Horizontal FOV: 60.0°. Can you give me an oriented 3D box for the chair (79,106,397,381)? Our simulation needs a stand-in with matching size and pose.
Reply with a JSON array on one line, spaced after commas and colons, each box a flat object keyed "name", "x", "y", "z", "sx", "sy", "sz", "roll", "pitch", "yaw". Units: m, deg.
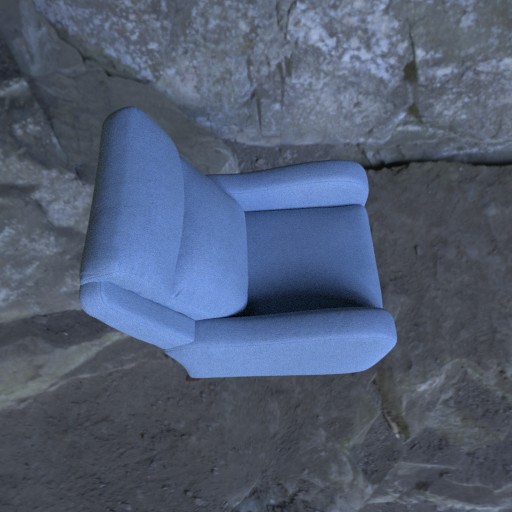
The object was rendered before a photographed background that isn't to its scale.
[{"name": "chair", "x": 0.000, "y": 0.000, "z": 1.732, "sx": 0.988, "sy": 1.067, "sz": 0.785, "roll": -2, "pitch": 63, "yaw": -1}]
